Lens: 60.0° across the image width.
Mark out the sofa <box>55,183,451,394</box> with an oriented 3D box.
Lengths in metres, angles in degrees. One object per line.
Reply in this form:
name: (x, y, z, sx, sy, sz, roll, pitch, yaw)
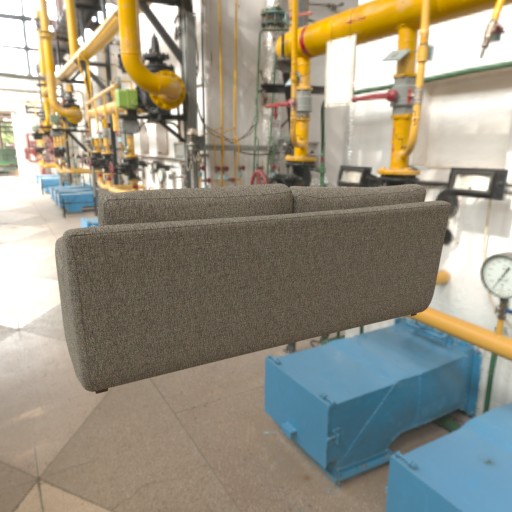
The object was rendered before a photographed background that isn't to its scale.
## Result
sofa: (0.000, 0.000, 2.939, 2.418, 0.998, 1.103, -7, 15, -28)
